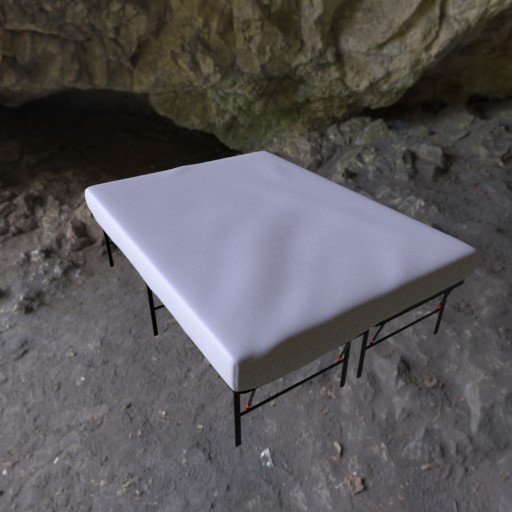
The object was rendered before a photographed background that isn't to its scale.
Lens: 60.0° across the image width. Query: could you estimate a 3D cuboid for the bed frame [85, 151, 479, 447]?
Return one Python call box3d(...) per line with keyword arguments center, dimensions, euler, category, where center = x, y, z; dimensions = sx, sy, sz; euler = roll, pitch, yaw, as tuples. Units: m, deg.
box3d(center=(0.000, 0.000, 2.899), dimensions=(1.584, 0.667, 2.151), euler=(-19, 36, -28), category="bed frame")
